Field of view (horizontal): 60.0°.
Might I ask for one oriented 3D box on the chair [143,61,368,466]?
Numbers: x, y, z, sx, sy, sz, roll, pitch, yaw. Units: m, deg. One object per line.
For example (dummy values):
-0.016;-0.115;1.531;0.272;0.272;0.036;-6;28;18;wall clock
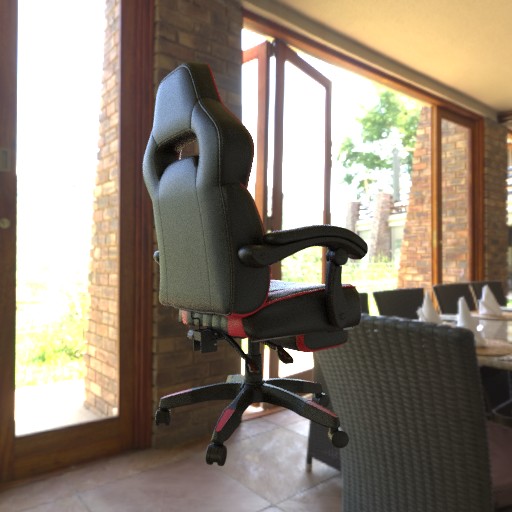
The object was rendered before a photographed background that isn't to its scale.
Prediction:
0.000;0.000;1.628;0.700;1.220;0.700;1;-1;-36;chair
